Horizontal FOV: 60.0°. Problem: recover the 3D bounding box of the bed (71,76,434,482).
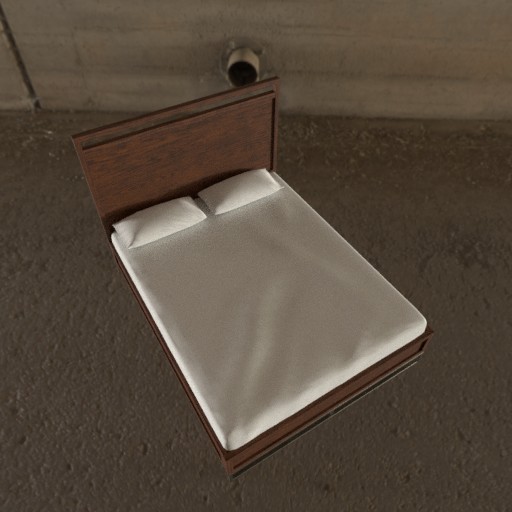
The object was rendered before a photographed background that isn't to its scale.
[{"bbox_3d":[0.000,0.000,3.396,1.765,1.487,2.218,-24,52,-20],"label":"bed"}]
